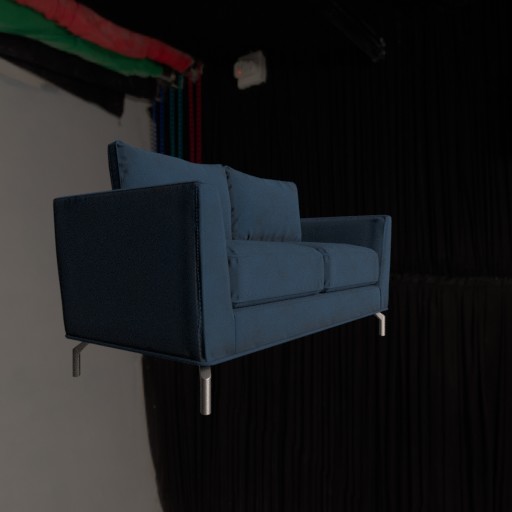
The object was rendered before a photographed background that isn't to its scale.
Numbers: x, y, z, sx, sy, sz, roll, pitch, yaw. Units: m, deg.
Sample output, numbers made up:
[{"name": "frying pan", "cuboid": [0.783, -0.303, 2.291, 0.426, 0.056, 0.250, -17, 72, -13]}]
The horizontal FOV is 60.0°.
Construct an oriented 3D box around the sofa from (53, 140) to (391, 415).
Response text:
[{"name": "sofa", "cuboid": [0.000, 0.000, 2.327, 0.853, 1.002, 1.770, 1, 1, 36]}]
